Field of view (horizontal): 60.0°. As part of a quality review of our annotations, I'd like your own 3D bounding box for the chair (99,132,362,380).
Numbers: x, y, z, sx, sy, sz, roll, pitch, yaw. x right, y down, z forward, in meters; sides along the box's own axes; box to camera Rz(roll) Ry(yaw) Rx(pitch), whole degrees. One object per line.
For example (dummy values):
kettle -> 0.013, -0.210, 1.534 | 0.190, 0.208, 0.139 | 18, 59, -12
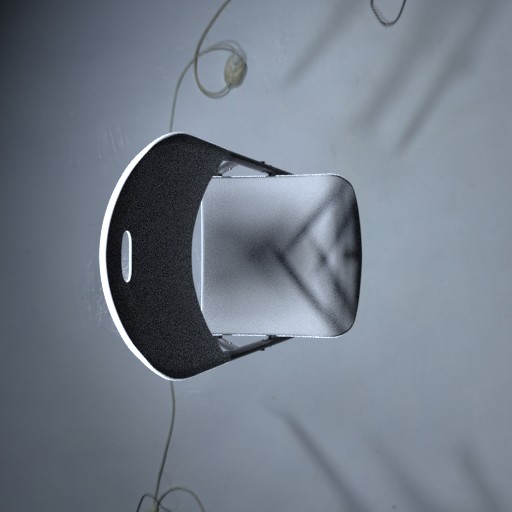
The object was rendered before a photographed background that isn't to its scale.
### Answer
chair -> 0.000, 0.000, 1.203 | 0.566, 0.810, 0.494 | 0, 90, 0
